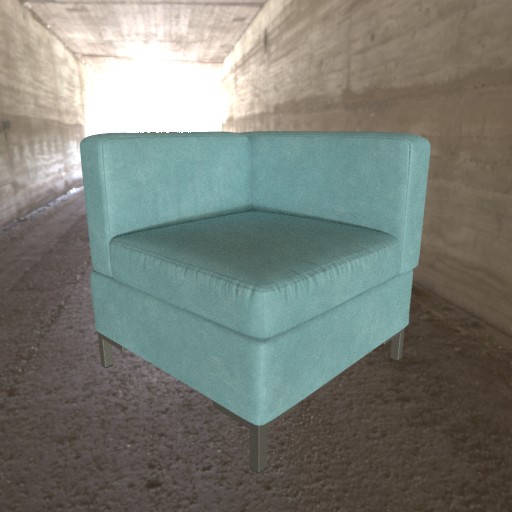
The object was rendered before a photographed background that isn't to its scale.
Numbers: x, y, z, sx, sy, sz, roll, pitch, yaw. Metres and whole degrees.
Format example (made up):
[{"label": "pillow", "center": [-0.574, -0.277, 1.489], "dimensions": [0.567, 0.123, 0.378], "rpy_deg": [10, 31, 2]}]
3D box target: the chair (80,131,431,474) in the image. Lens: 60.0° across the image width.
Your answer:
[{"label": "chair", "center": [0.000, 0.000, 1.222], "dimensions": [0.680, 0.660, 0.680], "rpy_deg": [14, 21, 41]}]
